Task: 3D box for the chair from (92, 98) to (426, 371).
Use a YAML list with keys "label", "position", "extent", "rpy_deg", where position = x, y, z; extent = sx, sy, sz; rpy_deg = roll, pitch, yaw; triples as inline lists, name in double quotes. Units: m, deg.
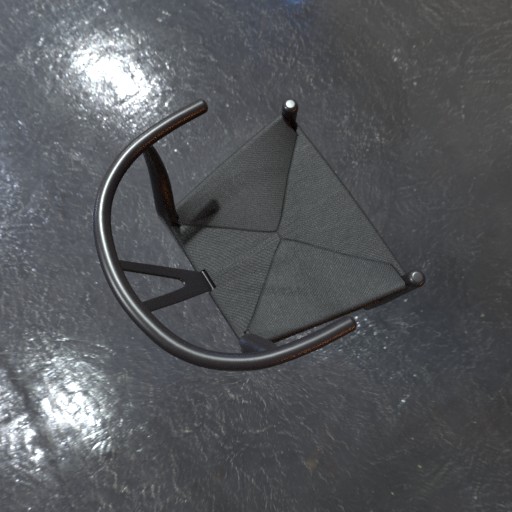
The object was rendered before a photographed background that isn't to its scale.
- label: "chair"
  position: [0.000, 0.000, 1.137]
  extent: [0.579, 0.730, 0.569]
  rpy_deg: [-31, 78, -8]
